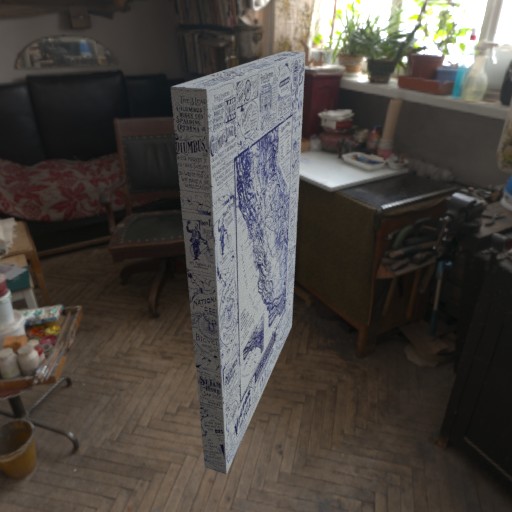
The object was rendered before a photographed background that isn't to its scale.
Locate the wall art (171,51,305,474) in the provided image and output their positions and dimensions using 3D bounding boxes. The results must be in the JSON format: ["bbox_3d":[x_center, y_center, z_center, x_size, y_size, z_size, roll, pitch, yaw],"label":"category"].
[{"bbox_3d":[0.000,0.000,0.472,0.025,0.376,0.255,10,31,17],"label":"wall art"}]
